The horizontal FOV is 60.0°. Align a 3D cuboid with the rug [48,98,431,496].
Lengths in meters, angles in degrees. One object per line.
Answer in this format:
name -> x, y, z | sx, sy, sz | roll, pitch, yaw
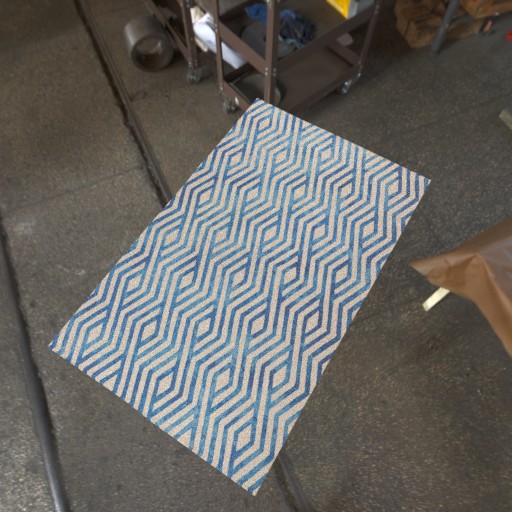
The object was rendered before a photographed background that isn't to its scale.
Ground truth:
rug -> 0.000, 0.000, 3.019 | 1.531, 0.008, 2.439 | 30, 68, 13
